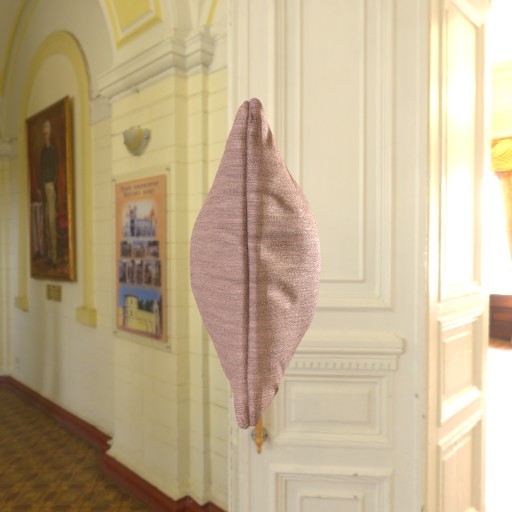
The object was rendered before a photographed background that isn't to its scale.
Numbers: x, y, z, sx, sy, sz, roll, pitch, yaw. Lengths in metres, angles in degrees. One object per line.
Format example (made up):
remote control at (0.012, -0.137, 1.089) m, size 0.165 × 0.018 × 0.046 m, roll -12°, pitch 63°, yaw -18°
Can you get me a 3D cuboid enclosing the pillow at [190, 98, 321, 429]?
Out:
pillow at (0.000, 0.000, 0.760) m, size 0.210 × 0.338 × 0.633 m, roll 0°, pitch 2°, yaw -1°
